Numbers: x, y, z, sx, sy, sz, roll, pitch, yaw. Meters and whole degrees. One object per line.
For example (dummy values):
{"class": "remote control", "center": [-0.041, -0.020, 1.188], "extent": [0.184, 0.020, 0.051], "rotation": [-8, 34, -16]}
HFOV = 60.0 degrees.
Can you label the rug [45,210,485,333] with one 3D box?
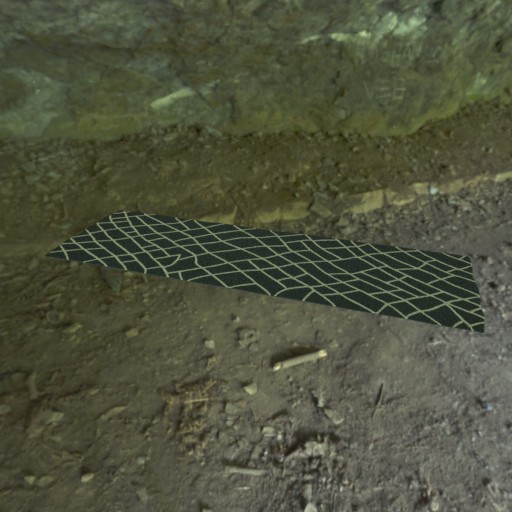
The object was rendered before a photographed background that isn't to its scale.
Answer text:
{"class": "rug", "center": [0.000, 0.000, 2.685], "extent": [2.476, 0.010, 0.807], "rotation": [9, 28, 16]}
